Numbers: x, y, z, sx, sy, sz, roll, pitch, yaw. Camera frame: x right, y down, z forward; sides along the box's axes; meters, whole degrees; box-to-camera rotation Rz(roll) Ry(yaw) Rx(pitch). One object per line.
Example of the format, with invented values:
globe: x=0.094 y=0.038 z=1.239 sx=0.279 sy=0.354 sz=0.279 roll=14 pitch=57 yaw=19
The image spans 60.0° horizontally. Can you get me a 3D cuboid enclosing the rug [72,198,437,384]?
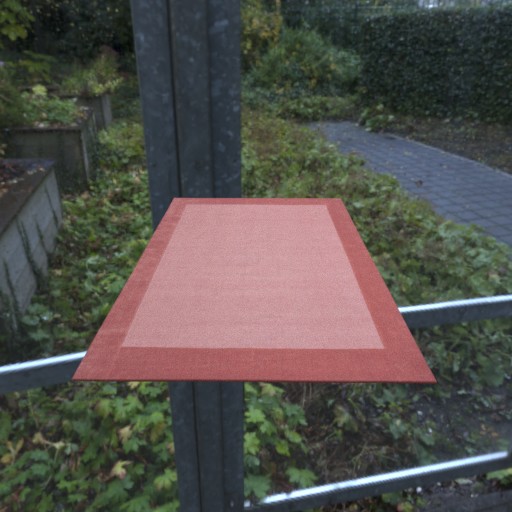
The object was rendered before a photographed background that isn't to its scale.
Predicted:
rug: x=0.000 y=0.000 z=2.945 sx=1.524 sy=0.014 sz=2.438 roll=0 pitch=25 yaw=0
